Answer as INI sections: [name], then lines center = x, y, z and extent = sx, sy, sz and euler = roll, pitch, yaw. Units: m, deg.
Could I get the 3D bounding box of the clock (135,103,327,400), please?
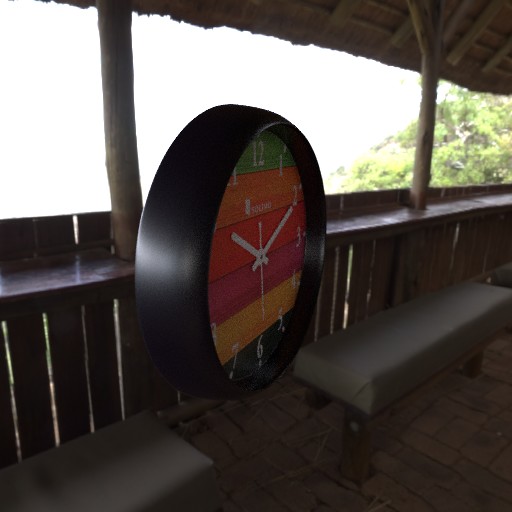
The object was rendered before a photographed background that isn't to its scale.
[clock]
center = 0.000, 0.000, 0.458
extent = 0.060, 0.300, 0.300
euler = 8, 16, 27
